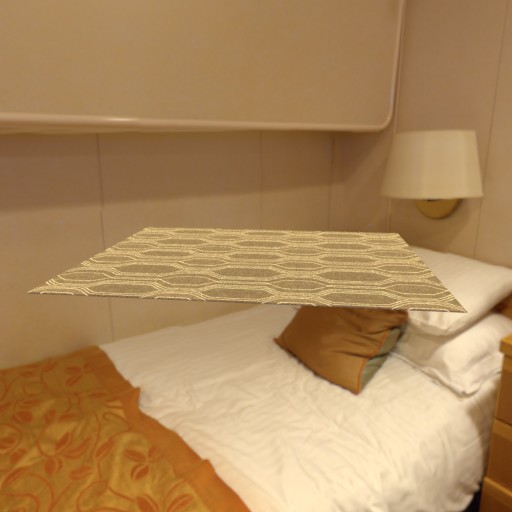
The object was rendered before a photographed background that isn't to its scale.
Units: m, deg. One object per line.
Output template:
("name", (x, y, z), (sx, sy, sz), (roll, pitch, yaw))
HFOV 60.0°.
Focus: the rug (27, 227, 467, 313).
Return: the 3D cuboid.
("rug", (0.000, 0.000, 4.222), (3.062, 0.012, 2.457), (2, 15, 7))
